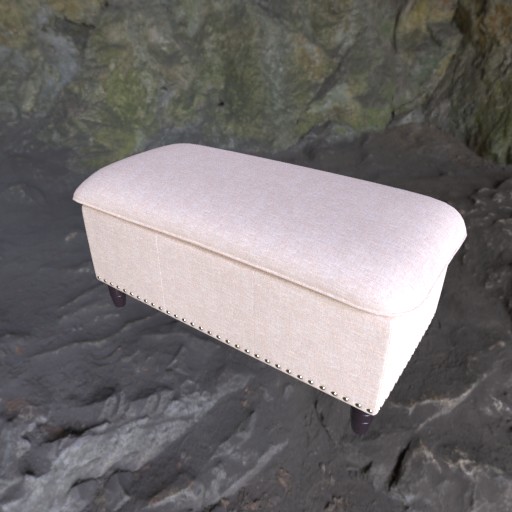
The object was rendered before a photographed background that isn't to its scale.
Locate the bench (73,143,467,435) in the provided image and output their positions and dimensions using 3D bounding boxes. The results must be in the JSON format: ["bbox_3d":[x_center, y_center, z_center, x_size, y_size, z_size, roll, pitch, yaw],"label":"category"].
[{"bbox_3d":[0.000,0.000,1.252,0.991,0.483,0.483,20,36,30],"label":"bench"}]
